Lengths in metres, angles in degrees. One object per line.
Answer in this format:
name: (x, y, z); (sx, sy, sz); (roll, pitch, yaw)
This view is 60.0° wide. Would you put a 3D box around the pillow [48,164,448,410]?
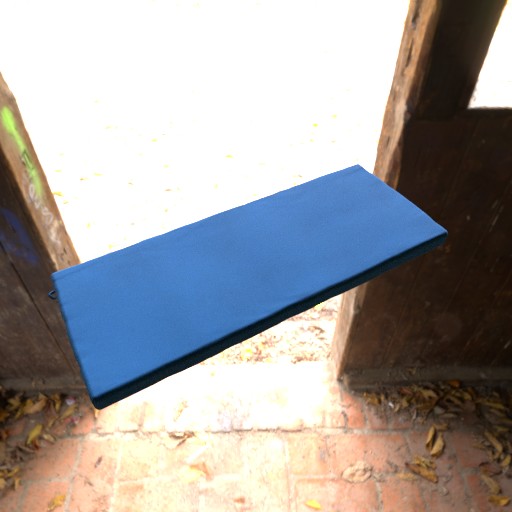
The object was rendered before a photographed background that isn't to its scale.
pillow: (0.000, 0.000, 1.371); (1.187, 0.081, 0.492); (-22, 50, -20)
